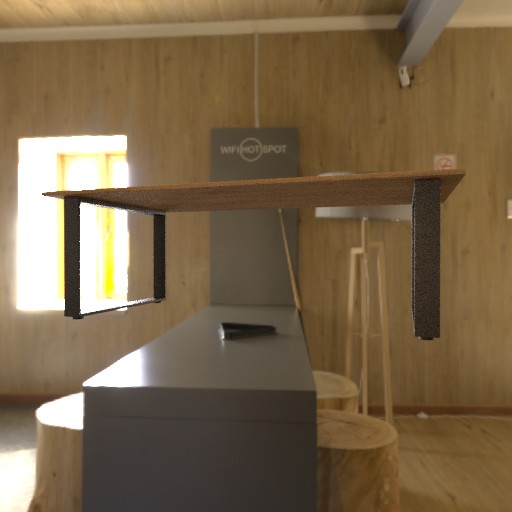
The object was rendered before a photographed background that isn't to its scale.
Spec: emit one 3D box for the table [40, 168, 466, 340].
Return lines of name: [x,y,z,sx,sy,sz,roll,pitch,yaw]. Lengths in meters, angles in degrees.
table: [0.000,0.000,1.638,1.331,0.445,0.693,0,0,19]
